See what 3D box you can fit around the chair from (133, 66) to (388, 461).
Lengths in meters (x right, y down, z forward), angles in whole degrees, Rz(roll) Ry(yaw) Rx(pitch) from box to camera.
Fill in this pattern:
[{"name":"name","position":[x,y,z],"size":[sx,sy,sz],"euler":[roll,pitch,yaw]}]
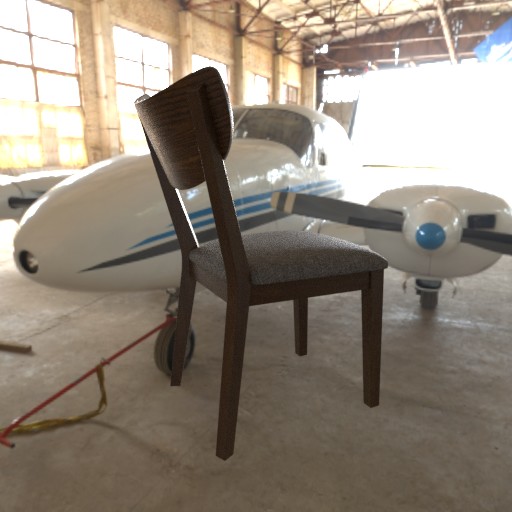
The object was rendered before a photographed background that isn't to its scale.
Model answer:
[{"name":"chair","position":[0.000,0.000,1.192],"size":[0.583,0.849,0.491],"euler":[-7,15,-27]}]
